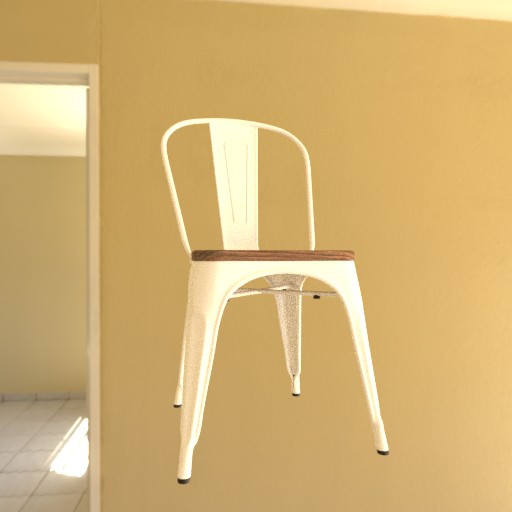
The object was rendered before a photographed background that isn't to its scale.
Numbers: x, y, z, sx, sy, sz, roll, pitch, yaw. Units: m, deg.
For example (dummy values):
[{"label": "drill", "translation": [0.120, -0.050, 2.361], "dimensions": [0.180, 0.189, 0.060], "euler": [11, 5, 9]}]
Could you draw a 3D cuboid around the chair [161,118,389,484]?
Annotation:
[{"label": "chair", "translation": [0.000, 0.000, 1.136], "dimensions": [0.452, 0.851, 0.521], "euler": [0, 0, -16]}]
